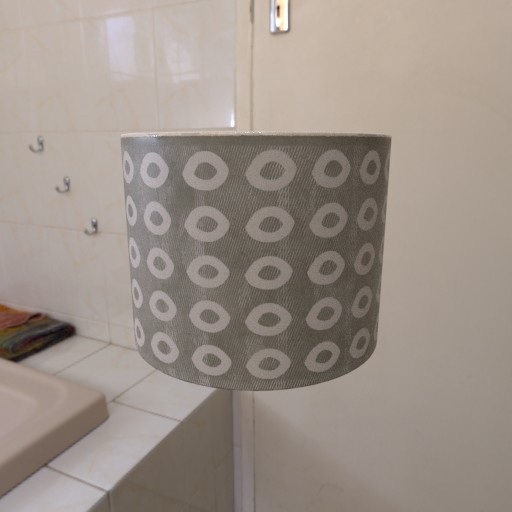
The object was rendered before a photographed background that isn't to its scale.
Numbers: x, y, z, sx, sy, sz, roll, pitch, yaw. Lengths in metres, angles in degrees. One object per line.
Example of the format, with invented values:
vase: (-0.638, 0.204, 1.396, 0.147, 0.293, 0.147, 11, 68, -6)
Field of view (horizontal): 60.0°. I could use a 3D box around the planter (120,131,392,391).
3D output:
planter: (0.000, 0.000, 0.345, 0.190, 0.181, 0.190, 0, 14, 0)
